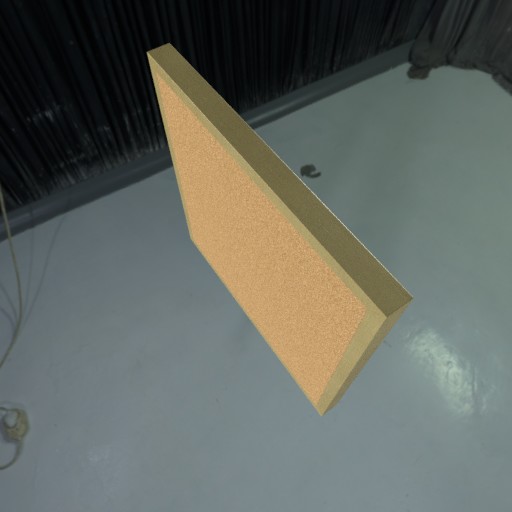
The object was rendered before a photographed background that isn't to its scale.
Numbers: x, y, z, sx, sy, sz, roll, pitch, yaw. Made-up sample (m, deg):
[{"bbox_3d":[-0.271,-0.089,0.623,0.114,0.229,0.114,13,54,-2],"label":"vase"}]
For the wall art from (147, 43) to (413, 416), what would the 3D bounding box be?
[{"bbox_3d":[0.000,0.000,0.768,0.038,0.508,0.508,-31,64,-17],"label":"wall art"}]
